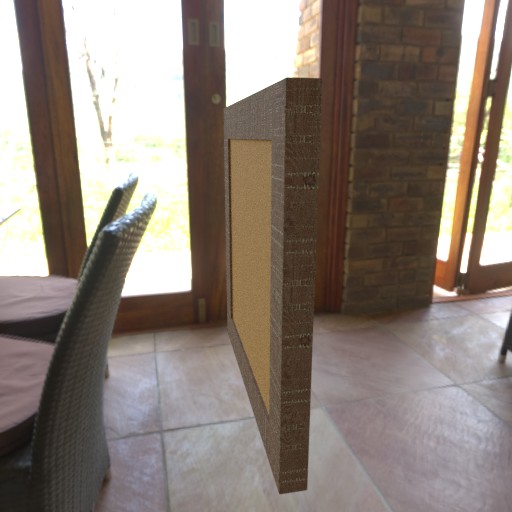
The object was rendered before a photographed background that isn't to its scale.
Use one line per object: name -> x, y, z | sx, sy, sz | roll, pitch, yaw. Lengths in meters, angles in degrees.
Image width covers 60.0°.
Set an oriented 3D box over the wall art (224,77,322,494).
wall art -> 0.000, 0.000, 0.790 | 0.040, 0.531, 0.531 | -3, 15, -11
